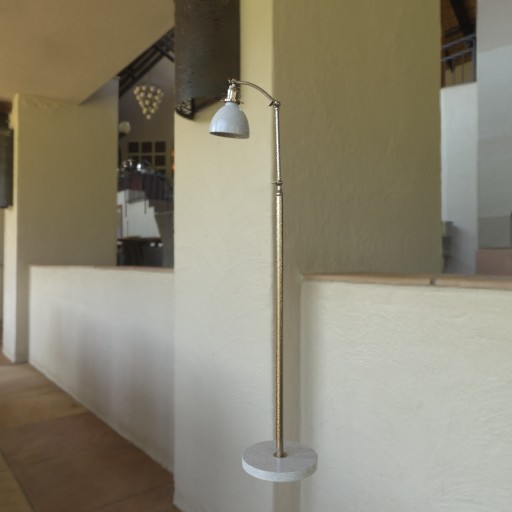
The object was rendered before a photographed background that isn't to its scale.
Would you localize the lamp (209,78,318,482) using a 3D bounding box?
[{"bbox_3d":[0.000,0.000,1.829,0.288,1.586,0.599,1,-1,-36],"label":"lamp"}]
